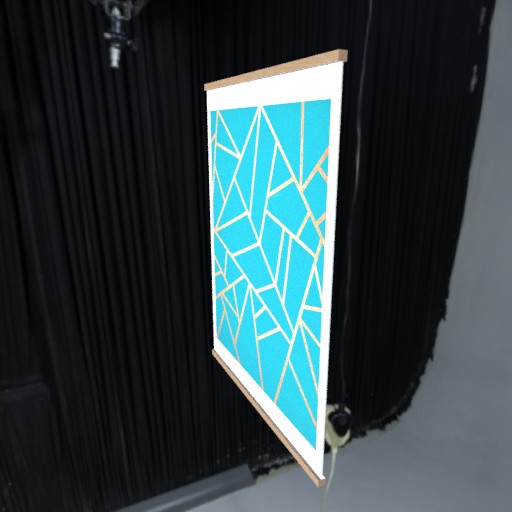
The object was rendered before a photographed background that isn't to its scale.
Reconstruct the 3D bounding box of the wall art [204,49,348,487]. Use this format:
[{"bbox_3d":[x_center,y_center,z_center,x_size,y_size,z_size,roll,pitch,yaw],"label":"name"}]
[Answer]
[{"bbox_3d":[0.000,0.000,0.788,0.012,0.608,0.459,-8,18,-25],"label":"wall art"}]
